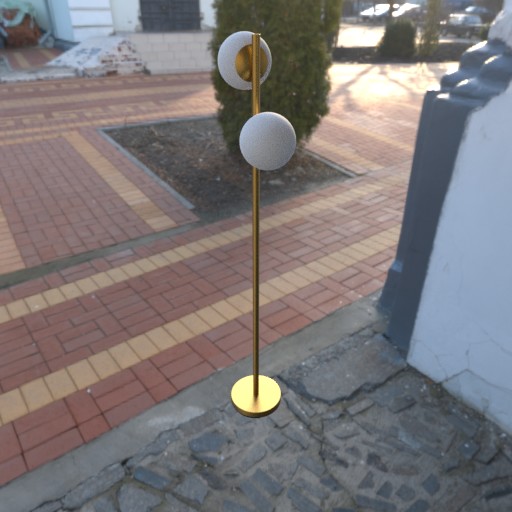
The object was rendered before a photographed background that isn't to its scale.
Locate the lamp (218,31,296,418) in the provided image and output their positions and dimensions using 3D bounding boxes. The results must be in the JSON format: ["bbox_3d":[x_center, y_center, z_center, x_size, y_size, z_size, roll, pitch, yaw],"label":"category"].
[{"bbox_3d":[0.000,0.000,1.823,0.249,1.641,0.419,-10,31,-18],"label":"lamp"}]
